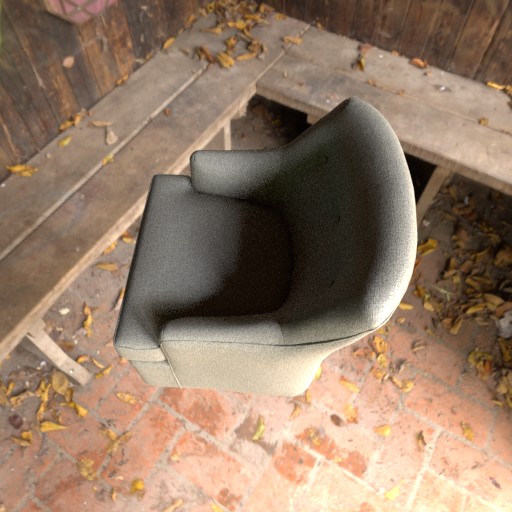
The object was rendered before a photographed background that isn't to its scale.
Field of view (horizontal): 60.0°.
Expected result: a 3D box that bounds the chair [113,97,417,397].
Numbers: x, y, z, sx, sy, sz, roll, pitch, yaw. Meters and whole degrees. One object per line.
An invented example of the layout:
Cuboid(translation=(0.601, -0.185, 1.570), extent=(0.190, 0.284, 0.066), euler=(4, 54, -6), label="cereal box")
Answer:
Cuboid(translation=(0.000, 0.000, 1.627), extent=(0.923, 0.856, 0.864), euler=(3, 58, 2), label="chair")
